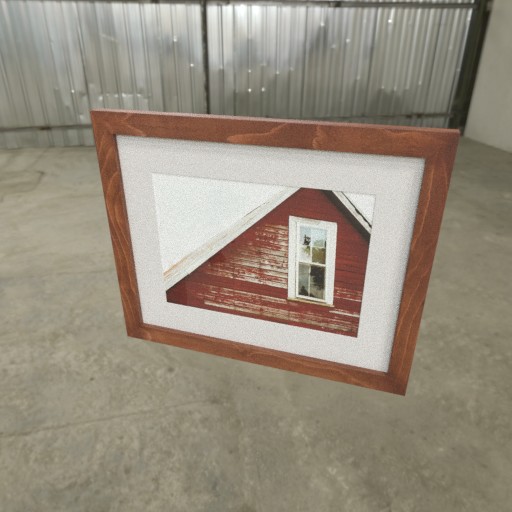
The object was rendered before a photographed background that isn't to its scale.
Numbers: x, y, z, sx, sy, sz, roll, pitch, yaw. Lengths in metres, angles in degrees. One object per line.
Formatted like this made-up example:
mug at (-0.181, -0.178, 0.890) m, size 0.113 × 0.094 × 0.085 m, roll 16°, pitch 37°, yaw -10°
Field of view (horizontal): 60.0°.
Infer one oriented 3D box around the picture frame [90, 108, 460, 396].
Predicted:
picture frame at (0.000, 0.000, 0.761) m, size 0.559 × 0.457 × 0.025 m, roll 8°, pitch 29°, yaw 16°
